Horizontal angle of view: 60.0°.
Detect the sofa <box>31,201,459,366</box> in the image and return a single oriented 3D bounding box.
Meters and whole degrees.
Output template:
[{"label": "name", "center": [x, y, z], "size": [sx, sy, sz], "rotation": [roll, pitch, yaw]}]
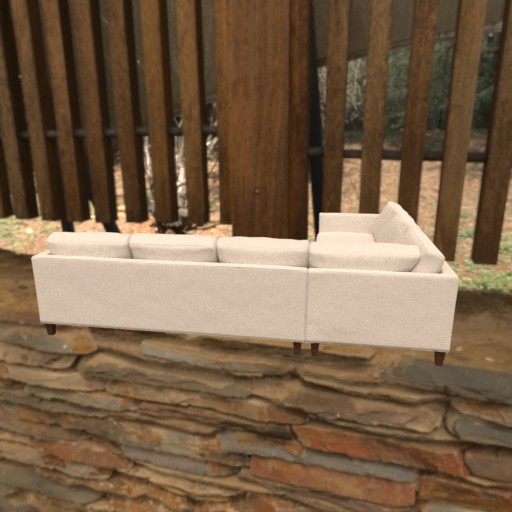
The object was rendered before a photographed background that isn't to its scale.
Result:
[{"label": "sofa", "center": [0.000, 0.000, 4.419], "size": [3.182, 0.863, 2.432], "rotation": [3, 16, 9]}]
